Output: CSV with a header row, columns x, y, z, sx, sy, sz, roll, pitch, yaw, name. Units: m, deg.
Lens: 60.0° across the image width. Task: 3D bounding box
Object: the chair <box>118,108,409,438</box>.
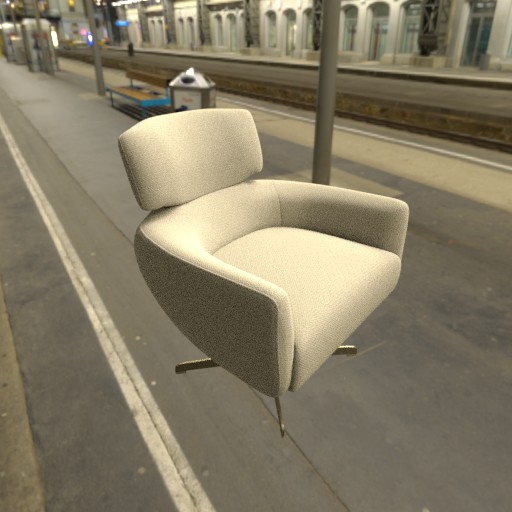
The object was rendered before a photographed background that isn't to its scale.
x,y,z,sx,sy,sz,roll,pitch,yaw,name
0.000,0.000,1.399,0.730,0.810,0.760,19,32,33,chair
